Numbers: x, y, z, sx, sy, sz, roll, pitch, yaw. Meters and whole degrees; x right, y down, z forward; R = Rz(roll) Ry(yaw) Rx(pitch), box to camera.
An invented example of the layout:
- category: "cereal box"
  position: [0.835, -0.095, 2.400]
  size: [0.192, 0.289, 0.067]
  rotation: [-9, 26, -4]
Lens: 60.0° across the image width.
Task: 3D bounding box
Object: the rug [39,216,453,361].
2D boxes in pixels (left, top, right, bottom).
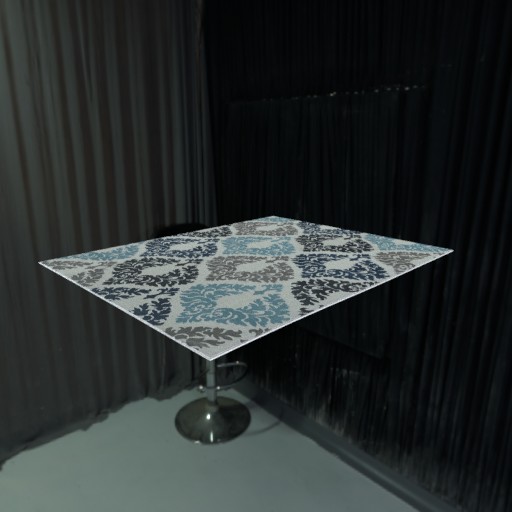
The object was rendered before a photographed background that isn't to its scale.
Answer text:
- category: "rug"
  position: [0.000, 0.000, 4.131]
  size: [3.040, 0.014, 2.423]
  rotation: [-15, 22, -42]
